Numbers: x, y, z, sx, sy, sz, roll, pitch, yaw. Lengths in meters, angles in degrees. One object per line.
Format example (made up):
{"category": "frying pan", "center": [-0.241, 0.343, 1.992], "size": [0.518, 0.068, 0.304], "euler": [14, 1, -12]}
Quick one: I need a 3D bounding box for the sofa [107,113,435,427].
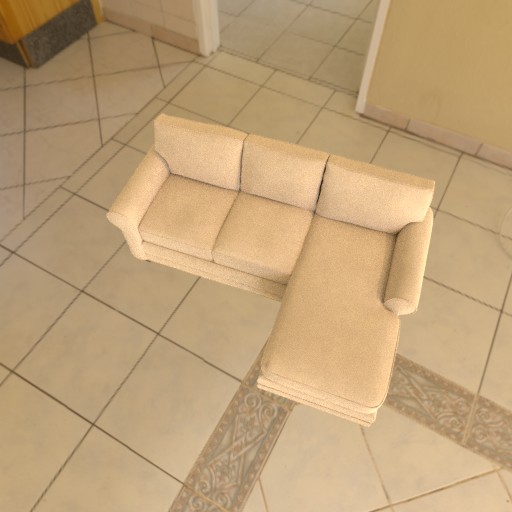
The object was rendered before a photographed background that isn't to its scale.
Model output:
{"category": "sofa", "center": [0.000, 0.000, 2.470], "size": [1.770, 0.734, 1.226], "euler": [17, 59, 10]}
